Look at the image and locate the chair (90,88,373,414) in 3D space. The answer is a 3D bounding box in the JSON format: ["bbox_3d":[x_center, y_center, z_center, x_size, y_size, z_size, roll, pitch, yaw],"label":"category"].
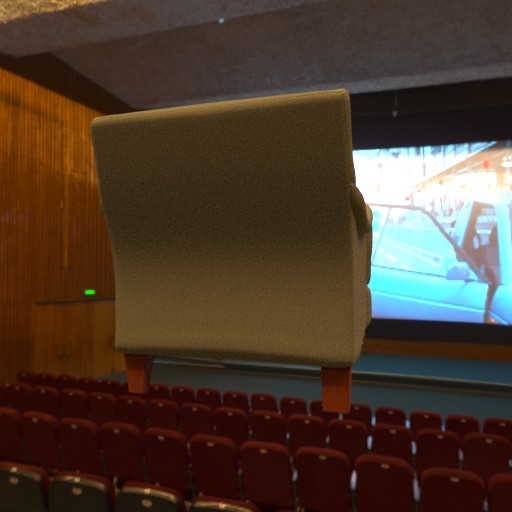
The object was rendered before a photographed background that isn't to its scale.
[{"bbox_3d":[0.000,0.000,1.880,0.955,1.038,1.070,0,-1,17],"label":"chair"}]
